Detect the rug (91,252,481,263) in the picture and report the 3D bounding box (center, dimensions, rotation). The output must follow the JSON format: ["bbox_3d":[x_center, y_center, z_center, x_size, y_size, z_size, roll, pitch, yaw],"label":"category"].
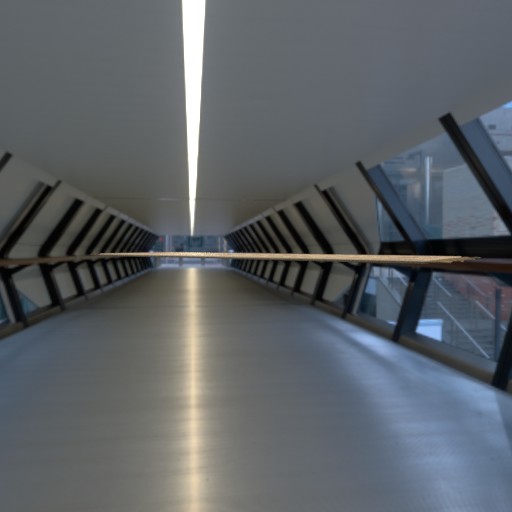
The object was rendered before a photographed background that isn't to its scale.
[{"bbox_3d":[0.000,0.000,2.763,2.438,0.021,0.729,1,2,36],"label":"rug"}]
